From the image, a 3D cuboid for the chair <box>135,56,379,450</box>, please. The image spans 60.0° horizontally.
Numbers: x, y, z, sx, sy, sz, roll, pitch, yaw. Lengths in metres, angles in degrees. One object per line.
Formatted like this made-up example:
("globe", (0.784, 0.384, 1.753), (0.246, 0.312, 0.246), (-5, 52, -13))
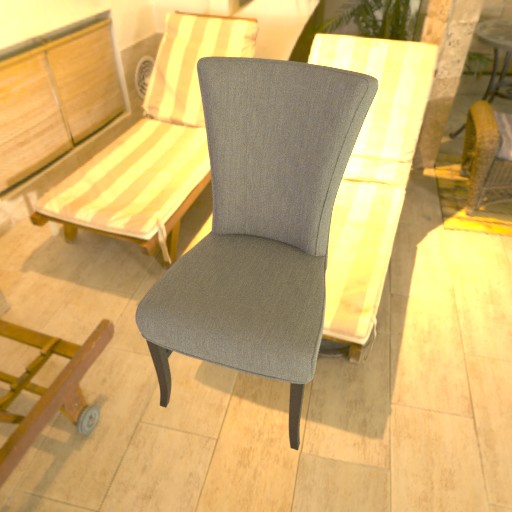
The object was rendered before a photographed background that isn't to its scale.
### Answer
("chair", (0.000, 0.000, 1.361), (0.520, 0.991, 0.660), (12, 42, 14))
